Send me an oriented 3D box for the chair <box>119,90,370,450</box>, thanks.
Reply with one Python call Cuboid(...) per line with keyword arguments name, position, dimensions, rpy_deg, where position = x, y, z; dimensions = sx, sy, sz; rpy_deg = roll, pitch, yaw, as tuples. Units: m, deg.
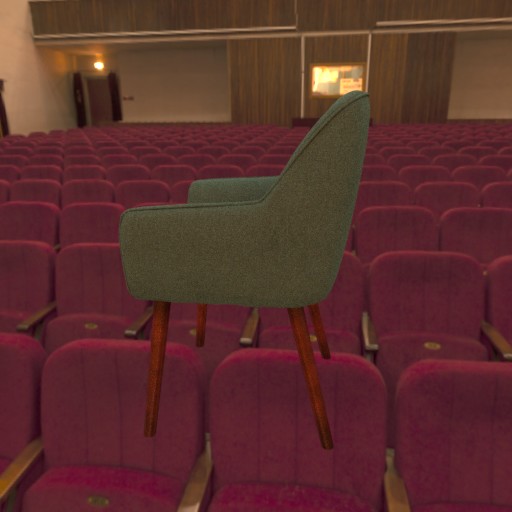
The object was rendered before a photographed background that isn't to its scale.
Cuboid(name="chair", position=(0.000, 0.000, 1.178), dimensions=(0.519, 0.803, 0.543), rpy_deg=(2, 16, 8))
